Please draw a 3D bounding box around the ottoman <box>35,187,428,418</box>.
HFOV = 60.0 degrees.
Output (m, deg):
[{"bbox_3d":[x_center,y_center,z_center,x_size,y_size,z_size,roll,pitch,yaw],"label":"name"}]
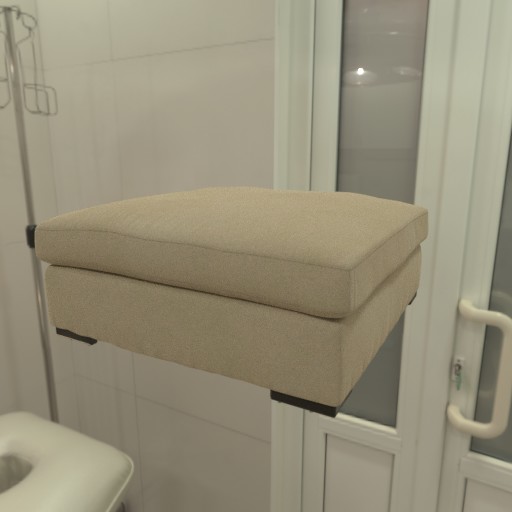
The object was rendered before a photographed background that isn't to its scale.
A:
[{"bbox_3d":[0.000,0.000,1.840,1.190,0.522,1.205,7,15,28],"label":"ottoman"}]
